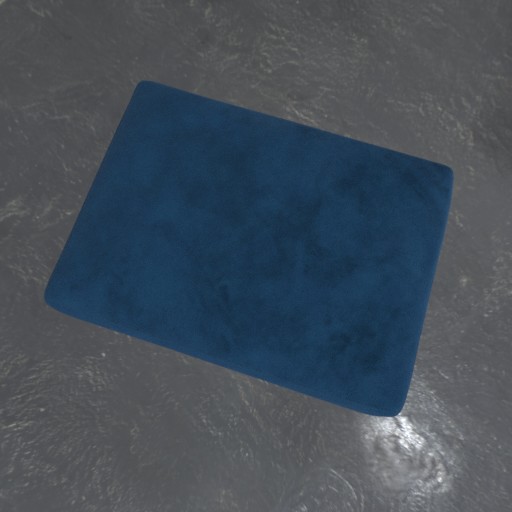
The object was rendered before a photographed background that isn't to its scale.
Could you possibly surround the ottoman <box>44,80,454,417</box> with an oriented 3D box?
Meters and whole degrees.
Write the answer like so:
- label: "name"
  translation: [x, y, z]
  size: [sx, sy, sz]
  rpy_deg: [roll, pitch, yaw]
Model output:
- label: "ottoman"
  translation: [0.000, 0.000, 1.132]
  size: [0.773, 0.503, 0.572]
  rpy_deg: [17, 77, 4]
